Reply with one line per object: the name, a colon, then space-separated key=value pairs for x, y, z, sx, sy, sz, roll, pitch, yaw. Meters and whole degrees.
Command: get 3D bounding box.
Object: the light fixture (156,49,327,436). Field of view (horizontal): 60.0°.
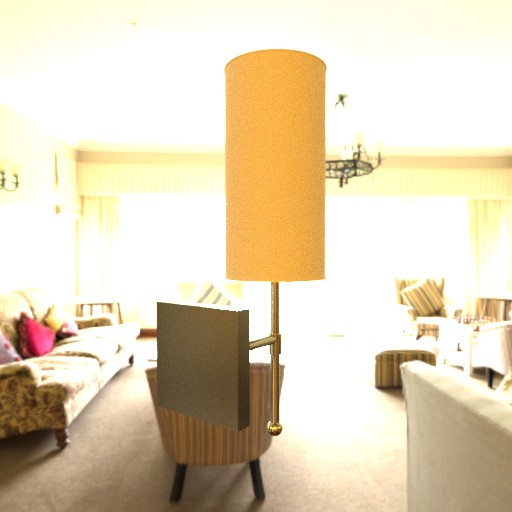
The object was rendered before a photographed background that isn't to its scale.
light fixture: x=0.000 y=0.000 z=0.530 sx=0.128 sy=0.462 sz=0.208 roll=1 pitch=2 yaw=37
